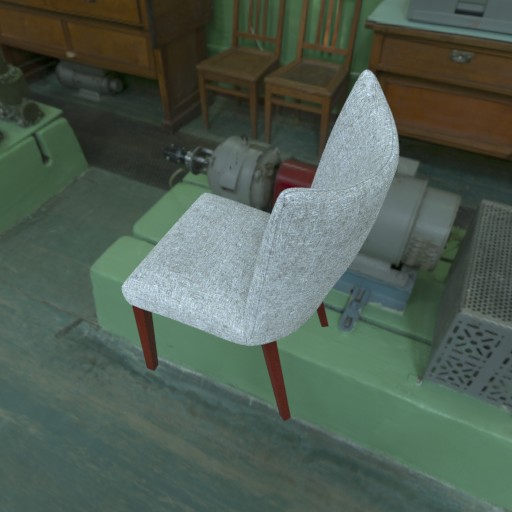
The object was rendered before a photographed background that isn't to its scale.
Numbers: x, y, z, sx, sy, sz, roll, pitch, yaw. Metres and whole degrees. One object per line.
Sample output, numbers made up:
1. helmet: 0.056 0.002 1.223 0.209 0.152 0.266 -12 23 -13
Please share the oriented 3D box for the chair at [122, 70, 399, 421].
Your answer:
1. chair: 0.000 0.000 1.261 0.623 0.924 0.535 18 48 17
